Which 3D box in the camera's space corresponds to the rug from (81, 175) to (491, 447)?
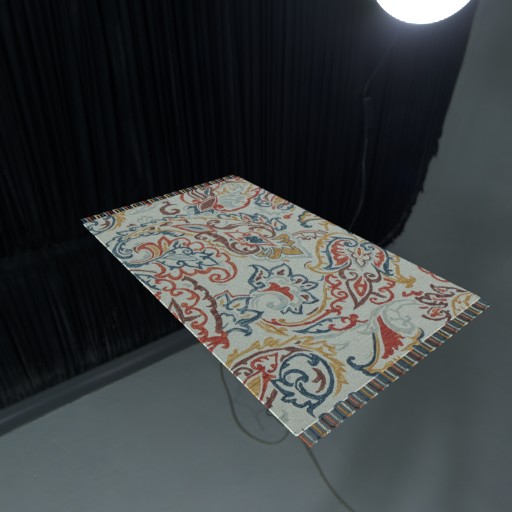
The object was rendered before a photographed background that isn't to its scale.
[{"bbox_3d":[0.000,0.000,3.076,1.523,0.010,2.584,-23,39,-32],"label":"rug"}]
